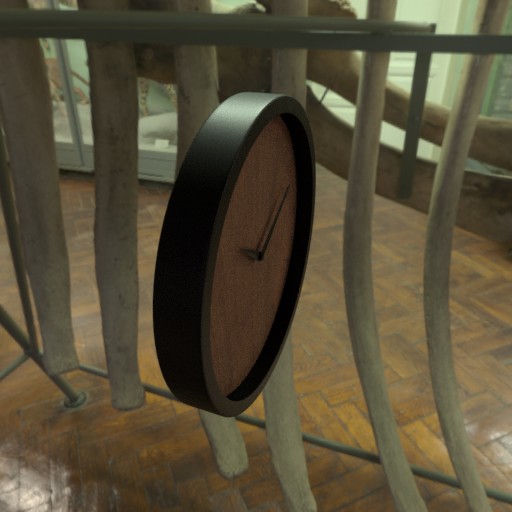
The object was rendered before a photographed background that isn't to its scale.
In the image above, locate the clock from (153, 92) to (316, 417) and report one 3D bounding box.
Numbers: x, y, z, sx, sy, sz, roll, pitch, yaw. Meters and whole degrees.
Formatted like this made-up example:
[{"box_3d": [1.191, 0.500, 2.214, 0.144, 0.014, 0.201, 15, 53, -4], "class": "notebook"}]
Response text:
[{"box_3d": [0.000, 0.000, 0.454, 0.040, 0.314, 0.314, 11, 31, 19], "class": "clock"}]
